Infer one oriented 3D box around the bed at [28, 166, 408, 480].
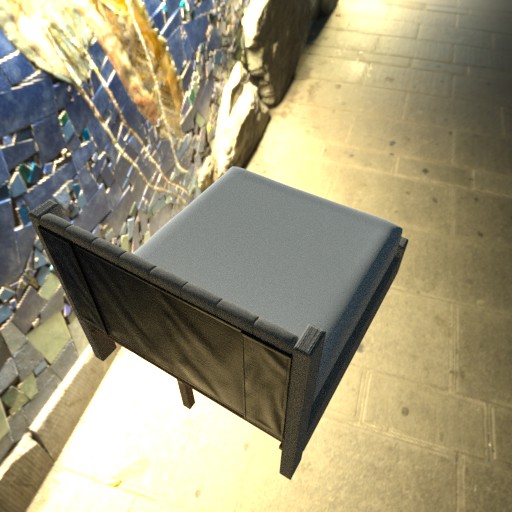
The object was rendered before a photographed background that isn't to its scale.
[{"bbox_3d":[0.000,0.000,3.799,2.044,1.748,2.372,24,50,22],"label":"bed"}]
